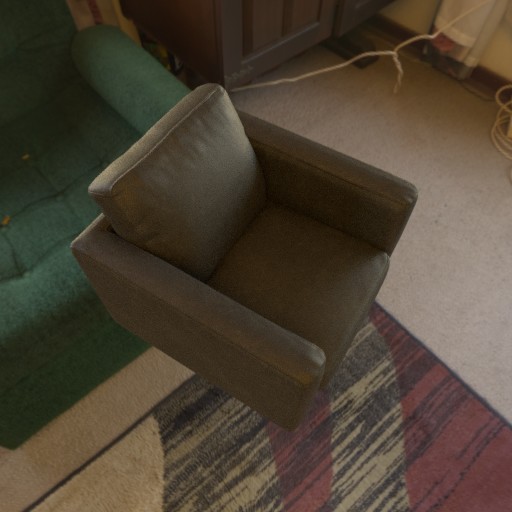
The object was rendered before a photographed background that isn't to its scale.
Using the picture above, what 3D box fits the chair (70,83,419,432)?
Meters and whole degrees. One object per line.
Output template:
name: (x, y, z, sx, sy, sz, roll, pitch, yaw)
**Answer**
chair: (0.000, 0.000, 1.618, 0.879, 0.898, 0.831, 27, 61, 17)
